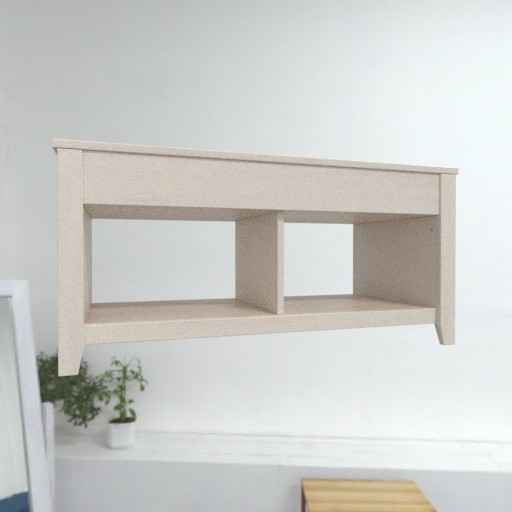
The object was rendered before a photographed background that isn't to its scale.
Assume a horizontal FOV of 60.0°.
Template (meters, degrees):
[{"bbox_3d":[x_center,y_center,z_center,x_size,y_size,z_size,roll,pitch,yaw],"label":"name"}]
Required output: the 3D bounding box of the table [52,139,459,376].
[{"bbox_3d":[0.000,0.000,1.272,1.016,0.483,0.457,0,1,-18],"label":"table"}]
